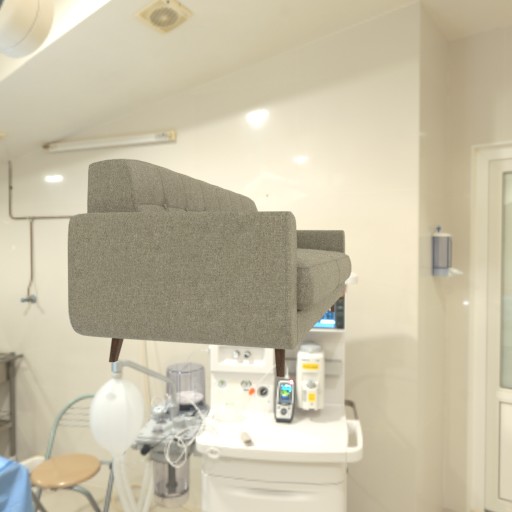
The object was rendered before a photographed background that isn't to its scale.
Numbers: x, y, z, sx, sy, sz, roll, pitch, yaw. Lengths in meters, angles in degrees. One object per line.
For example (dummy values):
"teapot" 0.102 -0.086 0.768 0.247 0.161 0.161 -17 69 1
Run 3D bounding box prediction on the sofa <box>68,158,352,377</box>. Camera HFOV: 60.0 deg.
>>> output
"sofa" 0.000 0.000 2.604 0.968 0.873 2.055 0 1 16
